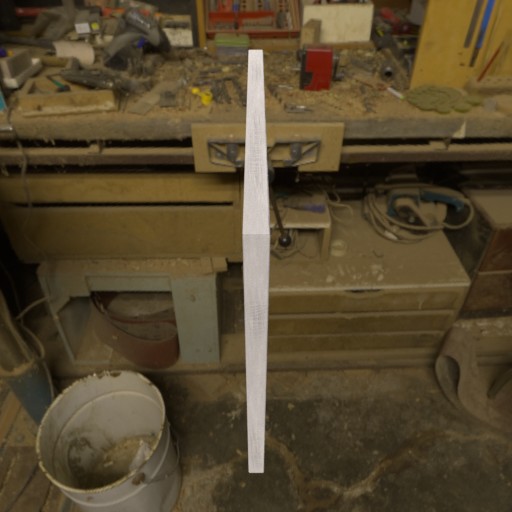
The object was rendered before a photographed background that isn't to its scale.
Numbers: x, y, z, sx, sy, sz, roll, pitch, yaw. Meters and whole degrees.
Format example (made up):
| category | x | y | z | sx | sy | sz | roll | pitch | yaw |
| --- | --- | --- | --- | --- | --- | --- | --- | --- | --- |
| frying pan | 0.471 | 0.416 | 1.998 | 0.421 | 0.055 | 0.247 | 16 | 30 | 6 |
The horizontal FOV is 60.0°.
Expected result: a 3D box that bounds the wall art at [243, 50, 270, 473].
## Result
| category | x | y | z | sx | sy | sz | roll | pitch | yaw |
| --- | --- | --- | --- | --- | --- | --- | --- | --- | --- |
| wall art | 0.000 | 0.000 | 0.448 | 0.015 | 0.303 | 0.303 | 0 | 42 | 0 |
